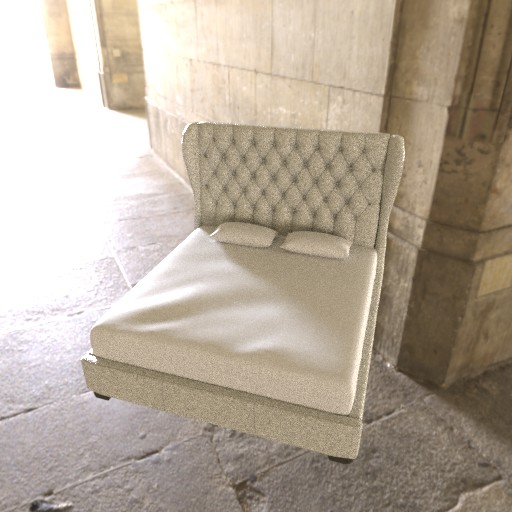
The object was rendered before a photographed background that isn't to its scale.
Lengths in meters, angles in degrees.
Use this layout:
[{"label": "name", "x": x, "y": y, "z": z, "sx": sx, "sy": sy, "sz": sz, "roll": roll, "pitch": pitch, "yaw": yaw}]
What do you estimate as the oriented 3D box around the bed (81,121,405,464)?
[{"label": "bed", "x": 0.000, "y": 0.000, "z": 3.855, "sx": 2.219, "sy": 1.771, "sz": 2.347, "roll": 9, "pitch": 29, "yaw": 16}]
